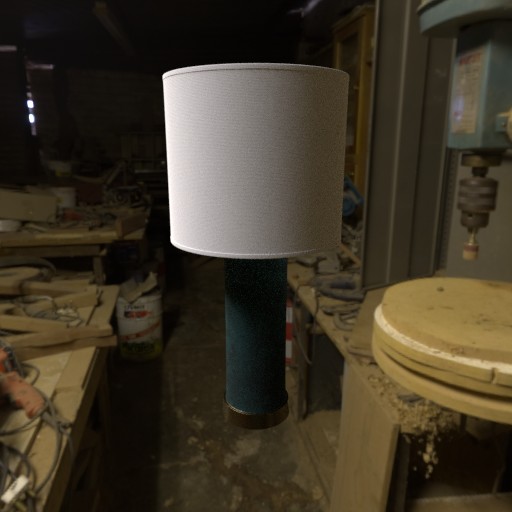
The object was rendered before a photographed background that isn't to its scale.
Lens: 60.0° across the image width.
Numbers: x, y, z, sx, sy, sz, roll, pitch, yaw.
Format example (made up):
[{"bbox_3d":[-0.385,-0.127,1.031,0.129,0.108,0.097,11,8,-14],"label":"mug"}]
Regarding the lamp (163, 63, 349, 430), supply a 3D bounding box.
[{"bbox_3d":[0.000,0.000,0.804,0.301,0.630,0.301,-2,15,-9],"label":"lamp"}]
